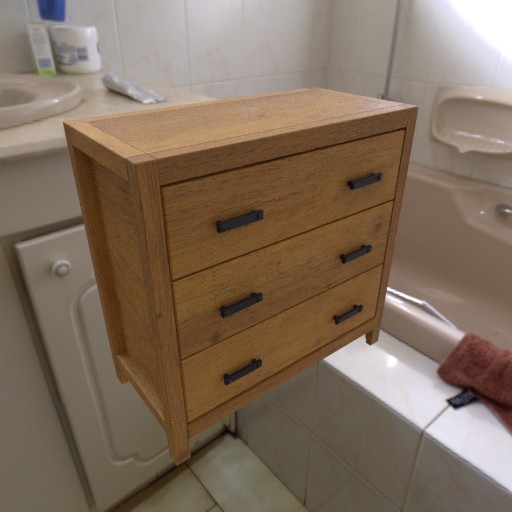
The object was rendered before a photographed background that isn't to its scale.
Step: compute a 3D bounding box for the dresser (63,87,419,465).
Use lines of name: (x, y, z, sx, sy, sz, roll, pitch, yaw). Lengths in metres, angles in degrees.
dresser: (0.000, 0.000, 1.288, 0.804, 0.804, 0.427, -21, 36, -32)
